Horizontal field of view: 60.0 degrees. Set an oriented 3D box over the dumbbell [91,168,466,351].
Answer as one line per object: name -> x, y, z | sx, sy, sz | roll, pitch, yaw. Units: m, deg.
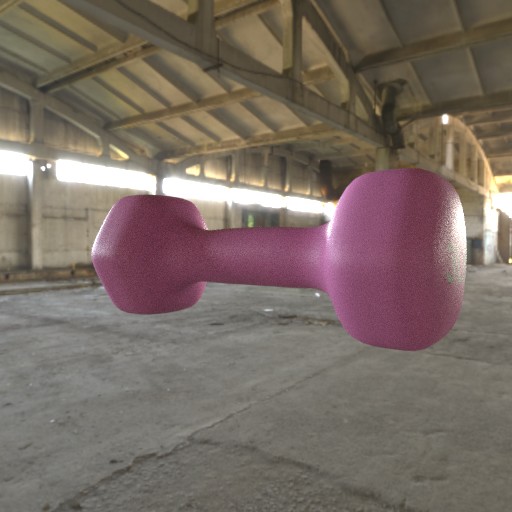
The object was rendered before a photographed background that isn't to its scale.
dumbbell -> 0.000, 0.000, 0.185 | 0.159, 0.058, 0.064 | 1, 2, 36
